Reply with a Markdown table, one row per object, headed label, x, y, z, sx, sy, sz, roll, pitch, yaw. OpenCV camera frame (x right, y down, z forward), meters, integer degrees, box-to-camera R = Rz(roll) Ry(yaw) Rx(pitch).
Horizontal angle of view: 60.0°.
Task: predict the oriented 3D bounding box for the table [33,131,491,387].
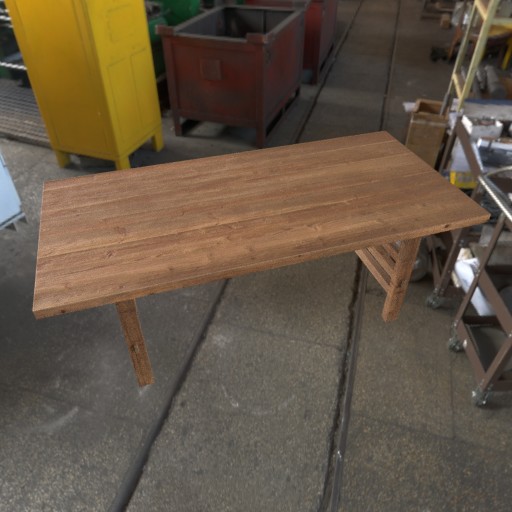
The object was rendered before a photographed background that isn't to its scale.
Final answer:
| label | x | y | z | sx | sy | sz | roll | pitch | yaw |
| --- | --- | --- | --- | --- | --- | --- | --- | --- | --- |
| table | 0.000 | 0.000 | 2.428 | 2.003 | 0.760 | 0.952 | -12 | 42 | -13 |
